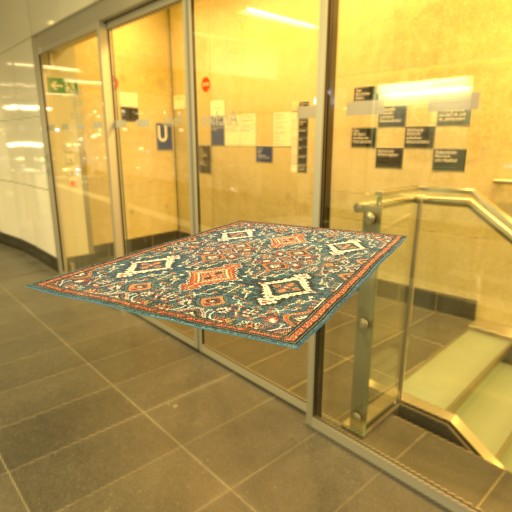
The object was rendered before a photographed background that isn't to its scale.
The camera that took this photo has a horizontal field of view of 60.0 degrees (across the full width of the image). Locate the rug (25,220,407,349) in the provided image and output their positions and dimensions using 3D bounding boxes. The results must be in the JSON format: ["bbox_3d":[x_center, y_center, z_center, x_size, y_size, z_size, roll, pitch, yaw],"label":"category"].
[{"bbox_3d":[0.000,0.000,3.051,1.622,0.009,2.373,8,16,27],"label":"rug"}]
